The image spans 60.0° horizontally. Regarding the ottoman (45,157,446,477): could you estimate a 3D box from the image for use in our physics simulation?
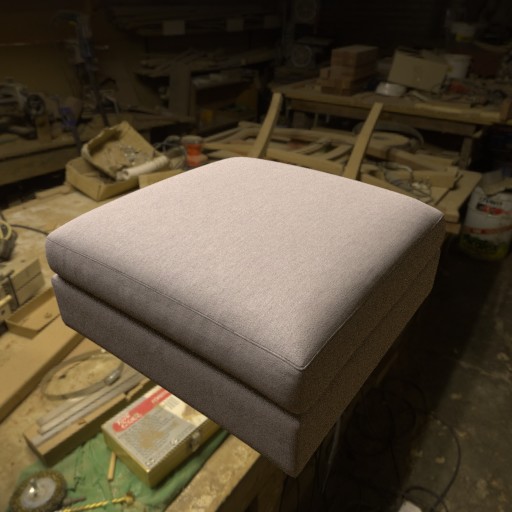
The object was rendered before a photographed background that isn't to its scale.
[{"bbox_3d":[0.000,0.000,1.596,1.041,0.470,1.041,21,36,31],"label":"ottoman"}]
